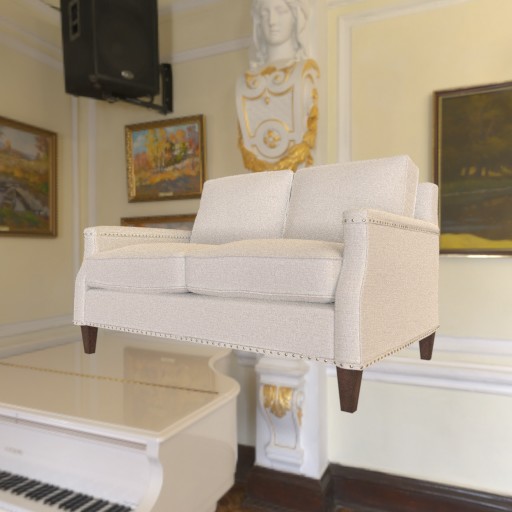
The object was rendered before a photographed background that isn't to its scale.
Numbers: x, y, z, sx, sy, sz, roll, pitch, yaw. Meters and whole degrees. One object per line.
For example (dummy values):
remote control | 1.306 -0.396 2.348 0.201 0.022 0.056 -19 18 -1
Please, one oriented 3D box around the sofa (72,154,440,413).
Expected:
sofa | 0.000 0.000 2.248 1.597 1.003 1.084 0 0 36
